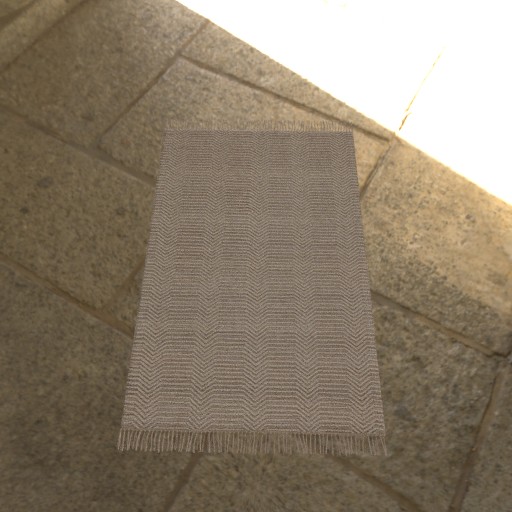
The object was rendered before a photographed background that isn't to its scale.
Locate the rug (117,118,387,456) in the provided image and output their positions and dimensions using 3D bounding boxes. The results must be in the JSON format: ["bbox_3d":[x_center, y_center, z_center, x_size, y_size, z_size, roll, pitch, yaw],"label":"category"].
[{"bbox_3d":[0.000,0.000,3.066,1.528,0.034,2.523,1,63,0],"label":"rug"}]
